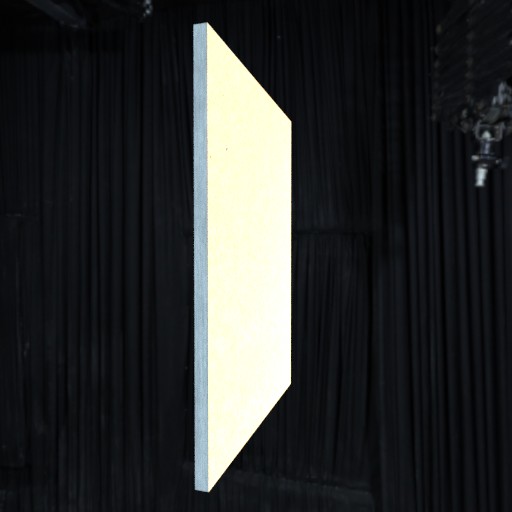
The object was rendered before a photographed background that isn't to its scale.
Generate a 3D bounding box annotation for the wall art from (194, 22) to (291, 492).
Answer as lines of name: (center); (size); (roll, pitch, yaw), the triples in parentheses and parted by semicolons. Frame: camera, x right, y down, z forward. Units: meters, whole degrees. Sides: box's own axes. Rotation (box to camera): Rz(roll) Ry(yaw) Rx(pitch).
wall art: (0.000, 0.000, 0.811); (0.020, 0.613, 0.481); (0, 1, 17)
